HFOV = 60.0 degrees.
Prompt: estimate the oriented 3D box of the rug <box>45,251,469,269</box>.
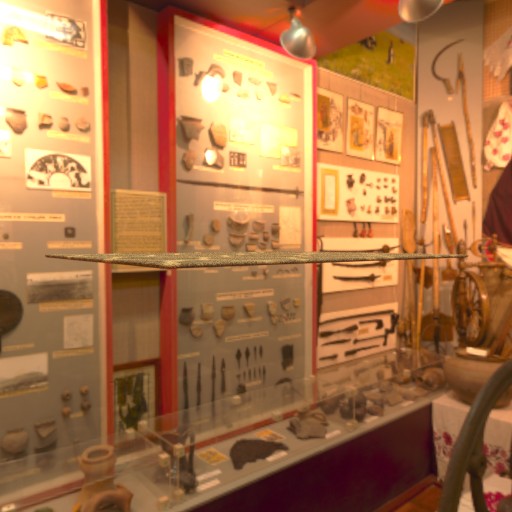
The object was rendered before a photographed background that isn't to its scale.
[{"bbox_3d":[0.000,0.000,3.992,3.000,0.026,2.399,-1,2,-38],"label":"rug"}]
